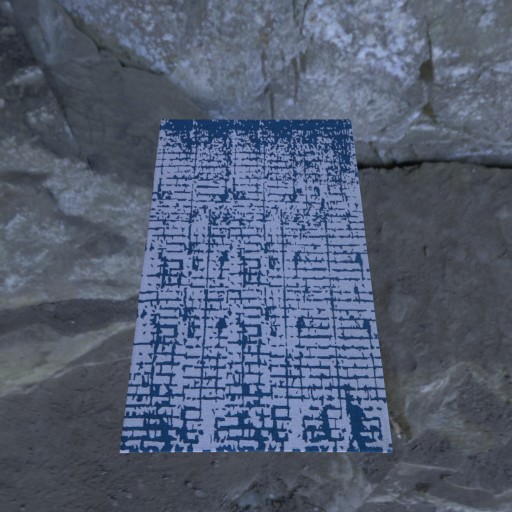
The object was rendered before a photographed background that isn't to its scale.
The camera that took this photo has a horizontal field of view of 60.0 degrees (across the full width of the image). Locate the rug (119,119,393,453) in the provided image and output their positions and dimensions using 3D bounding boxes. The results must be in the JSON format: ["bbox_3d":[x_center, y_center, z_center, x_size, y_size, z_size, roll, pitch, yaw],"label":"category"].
[{"bbox_3d":[0.000,0.000,2.998,1.517,0.011,2.435,0,64,0],"label":"rug"}]
